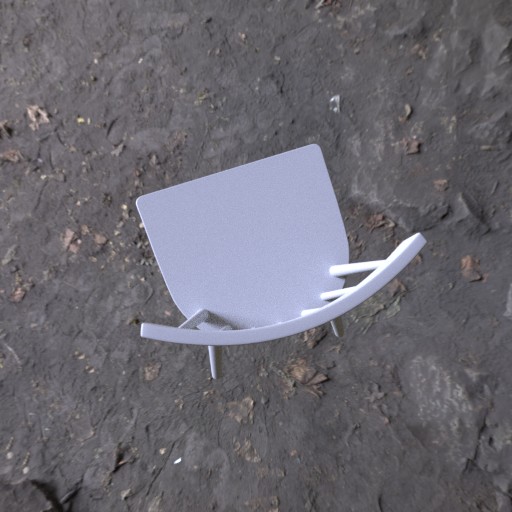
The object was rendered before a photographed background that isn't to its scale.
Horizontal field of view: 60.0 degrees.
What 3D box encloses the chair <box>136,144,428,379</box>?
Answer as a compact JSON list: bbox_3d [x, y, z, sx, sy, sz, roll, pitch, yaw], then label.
[{"bbox_3d":[0.000,0.000,1.102,0.483,0.787,0.500,-18,76,-4],"label":"chair"}]
